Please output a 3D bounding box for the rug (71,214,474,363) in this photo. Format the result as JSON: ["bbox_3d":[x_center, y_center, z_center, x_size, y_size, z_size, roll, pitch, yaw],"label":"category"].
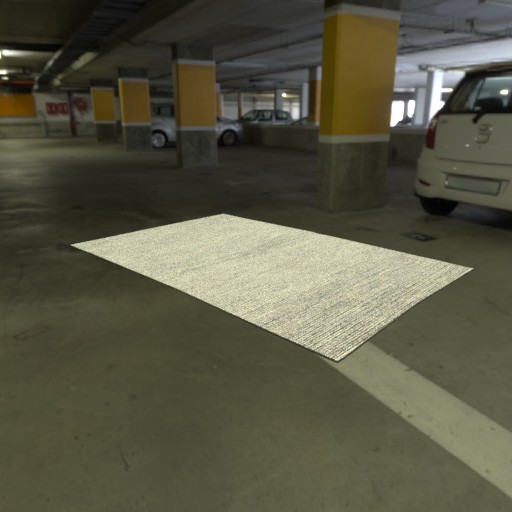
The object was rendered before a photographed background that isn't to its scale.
[{"bbox_3d":[0.000,0.000,2.298,1.789,0.021,1.159,16,24,41],"label":"rug"}]
